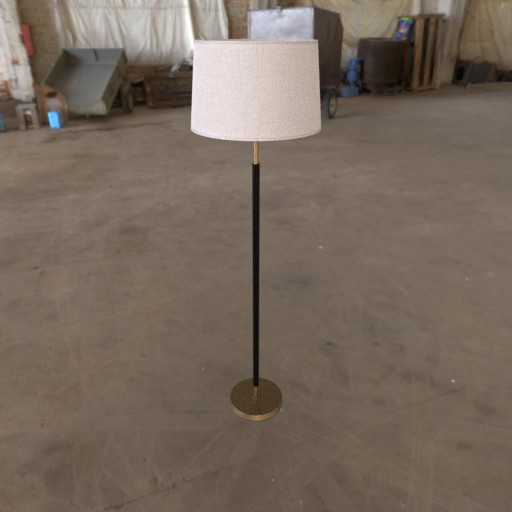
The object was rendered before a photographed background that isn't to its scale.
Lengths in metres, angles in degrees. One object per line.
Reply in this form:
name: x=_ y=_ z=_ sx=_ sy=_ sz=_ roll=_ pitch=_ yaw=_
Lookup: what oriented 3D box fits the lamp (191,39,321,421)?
lamp: x=0.000 y=0.000 z=1.651 sx=0.420 sy=1.447 sz=0.420 roll=0 pitch=27 yaw=0
